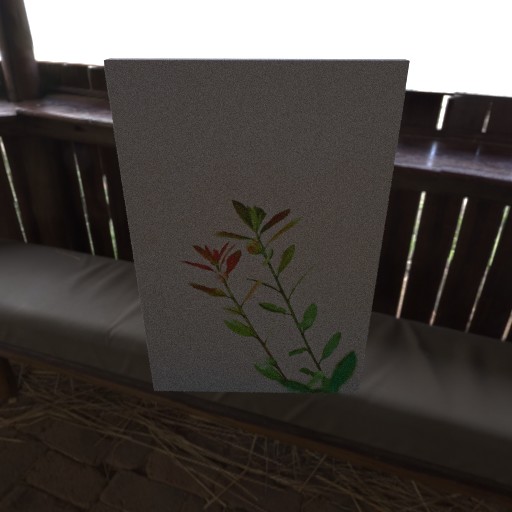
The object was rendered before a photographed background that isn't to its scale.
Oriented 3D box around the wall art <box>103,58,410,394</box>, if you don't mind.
[{"bbox_3d":[0.000,0.000,1.123,0.612,0.915,0.039,1,29,1],"label":"wall art"}]
